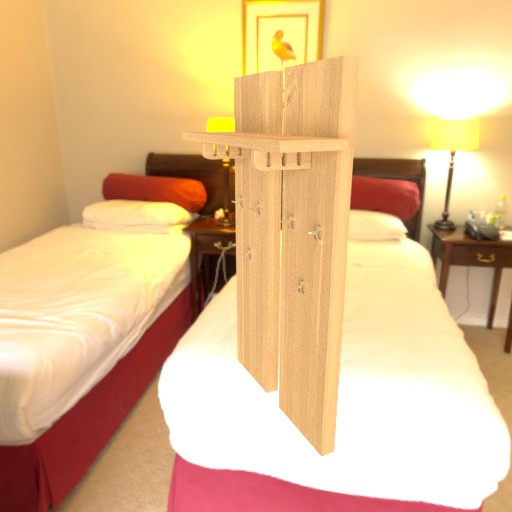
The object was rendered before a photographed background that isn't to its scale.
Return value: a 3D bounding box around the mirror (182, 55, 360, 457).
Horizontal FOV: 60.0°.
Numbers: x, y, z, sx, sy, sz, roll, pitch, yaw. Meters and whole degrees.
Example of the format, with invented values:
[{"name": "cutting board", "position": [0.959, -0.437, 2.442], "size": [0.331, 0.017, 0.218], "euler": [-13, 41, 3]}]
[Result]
[{"name": "mirror", "position": [0.000, 0.000, 1.589], "size": [0.260, 1.250, 0.800], "euler": [-8, 19, -25]}]
